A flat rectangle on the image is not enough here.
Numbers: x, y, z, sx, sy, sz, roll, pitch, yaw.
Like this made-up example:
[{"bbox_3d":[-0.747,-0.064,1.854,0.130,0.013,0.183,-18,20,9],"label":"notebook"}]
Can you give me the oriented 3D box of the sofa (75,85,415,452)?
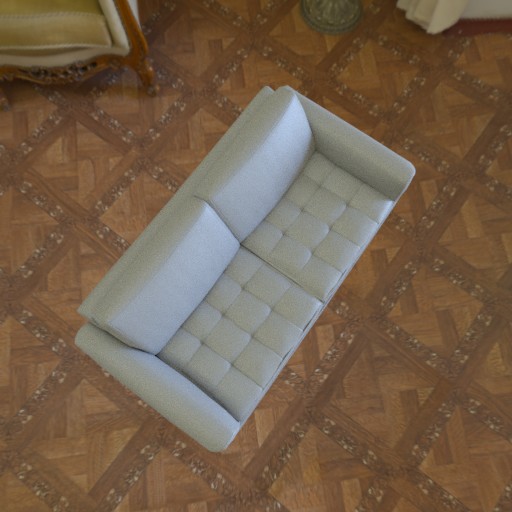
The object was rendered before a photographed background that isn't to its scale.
[{"bbox_3d":[0.000,0.000,2.840,1.121,0.930,2.177,35,77,9],"label":"sofa"}]
